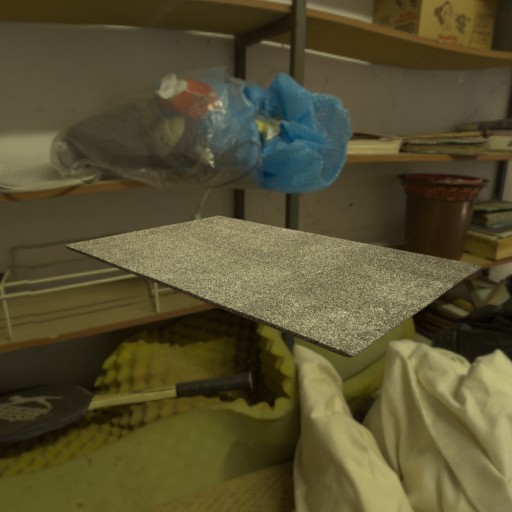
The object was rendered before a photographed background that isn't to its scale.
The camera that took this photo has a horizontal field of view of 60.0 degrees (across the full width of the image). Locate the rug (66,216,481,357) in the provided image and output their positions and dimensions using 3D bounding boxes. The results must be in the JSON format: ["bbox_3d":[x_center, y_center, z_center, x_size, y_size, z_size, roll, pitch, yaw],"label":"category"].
[{"bbox_3d":[0.000,0.000,2.938,2.352,0.025,1.501,14,21,41],"label":"rug"}]
